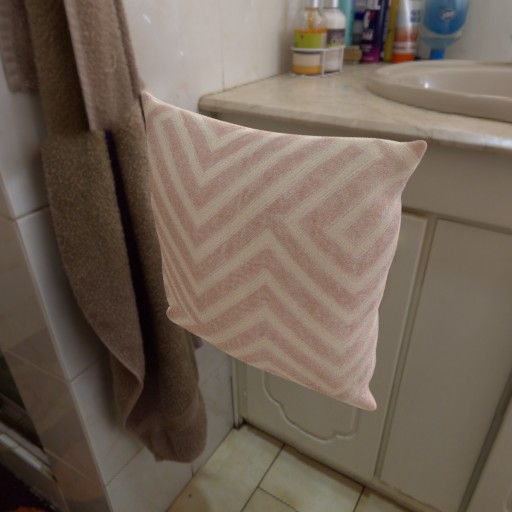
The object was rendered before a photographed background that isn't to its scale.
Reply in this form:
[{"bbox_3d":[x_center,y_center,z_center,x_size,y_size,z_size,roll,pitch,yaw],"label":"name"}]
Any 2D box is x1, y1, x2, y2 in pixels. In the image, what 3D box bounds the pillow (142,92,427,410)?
[{"bbox_3d":[0.000,0.000,0.683,0.440,0.441,0.182,19,36,29],"label":"pillow"}]
